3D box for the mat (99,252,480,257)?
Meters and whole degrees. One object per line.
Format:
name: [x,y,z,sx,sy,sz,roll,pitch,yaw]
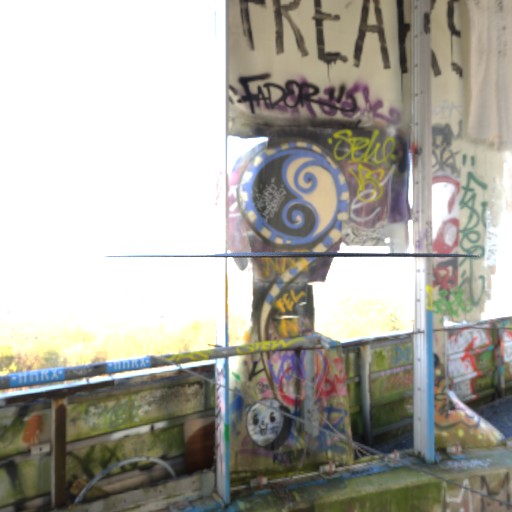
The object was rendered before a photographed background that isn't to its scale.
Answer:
mat: [0.000,0.000,1.849,0.918,0.013,1.524,0,0,-36]
